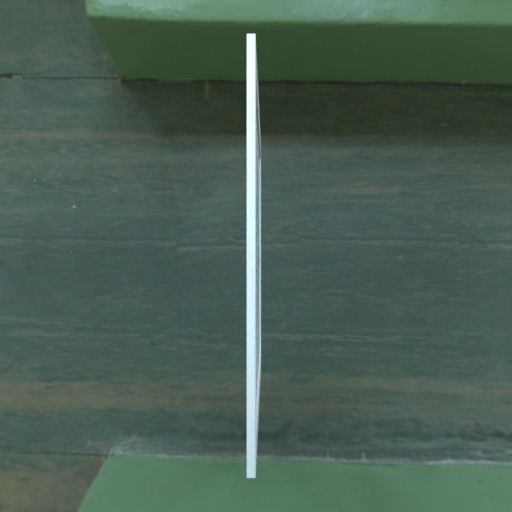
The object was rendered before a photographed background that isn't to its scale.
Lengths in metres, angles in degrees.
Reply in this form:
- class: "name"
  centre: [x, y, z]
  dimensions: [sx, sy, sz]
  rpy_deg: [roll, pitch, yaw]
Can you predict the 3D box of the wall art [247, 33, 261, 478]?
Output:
- class: "wall art"
  centre: [0.000, 0.000, 0.872]
  dimensions: [0.013, 0.584, 0.584]
  rpy_deg: [0, 90, 1]
